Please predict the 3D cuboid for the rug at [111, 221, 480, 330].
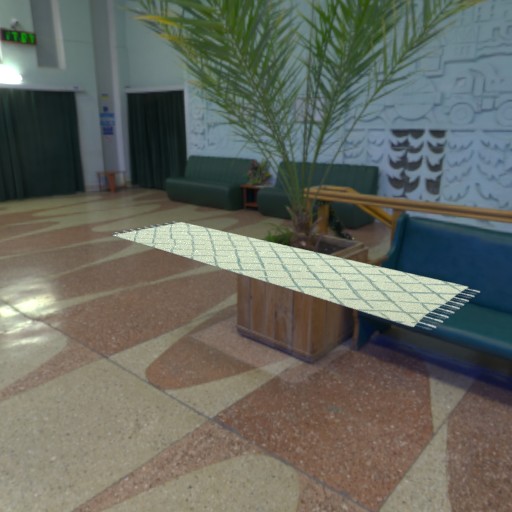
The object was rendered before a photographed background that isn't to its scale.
[{"bbox_3d":[0.000,0.000,2.670,2.372,0.008,0.620,15,22,41],"label":"rug"}]
